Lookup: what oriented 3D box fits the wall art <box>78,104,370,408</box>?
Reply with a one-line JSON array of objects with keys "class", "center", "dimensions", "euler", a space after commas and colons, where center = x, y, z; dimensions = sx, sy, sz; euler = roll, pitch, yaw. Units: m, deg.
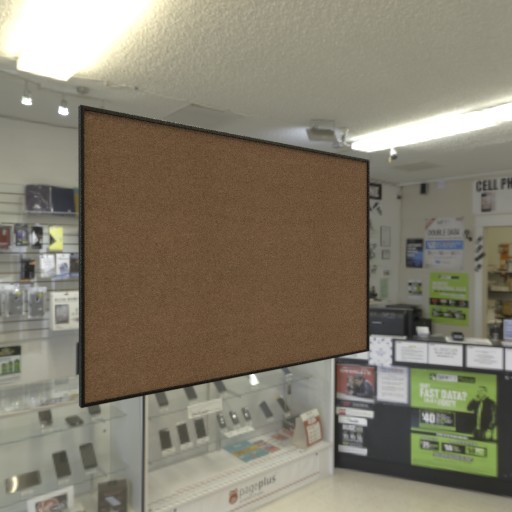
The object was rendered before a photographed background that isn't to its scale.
[{"class": "wall art", "center": [0.000, 0.000, 1.254], "dimensions": [0.957, 0.660, 0.019], "euler": [0, 0, -36]}]
